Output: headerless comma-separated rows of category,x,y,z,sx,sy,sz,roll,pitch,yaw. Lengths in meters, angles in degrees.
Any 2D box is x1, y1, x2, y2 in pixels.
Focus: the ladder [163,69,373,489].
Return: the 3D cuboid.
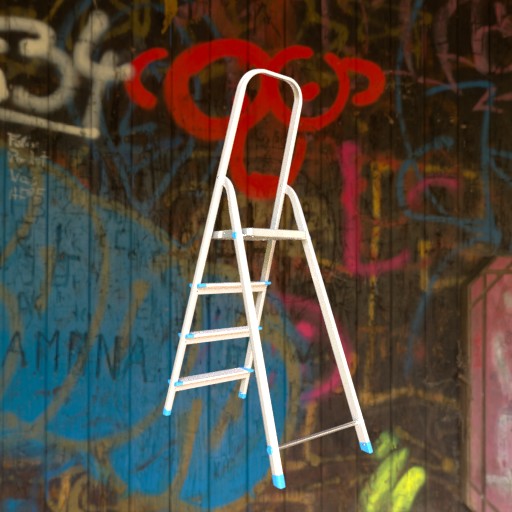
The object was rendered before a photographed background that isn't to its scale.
ladder,0.000,0.000,1.829,0.445,1.434,0.842,1,-1,-37
